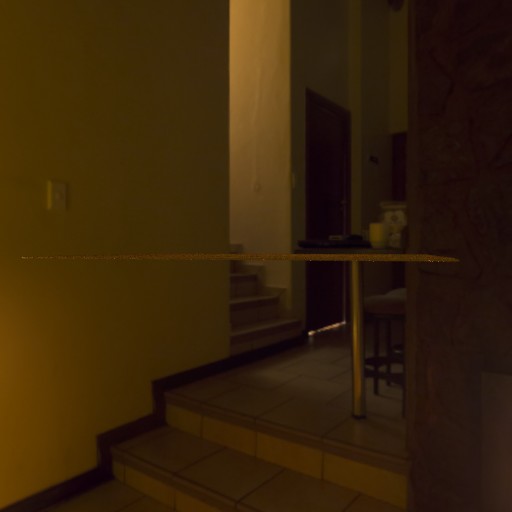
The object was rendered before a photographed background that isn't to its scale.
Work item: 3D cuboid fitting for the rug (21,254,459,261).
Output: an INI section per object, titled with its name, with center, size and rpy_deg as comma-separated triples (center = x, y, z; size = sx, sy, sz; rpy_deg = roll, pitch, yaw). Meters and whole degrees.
[rug]
center = 0.000, 0.000, 2.876
size = 2.214, 0.013, 1.609
rpy_deg = 0, 1, 17
